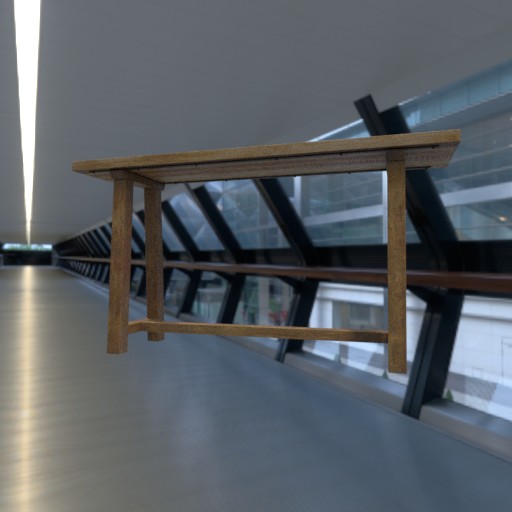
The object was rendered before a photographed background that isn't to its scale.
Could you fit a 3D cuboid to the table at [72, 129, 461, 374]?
[{"bbox_3d":[0.000,0.000,1.857,1.524,0.810,0.405,0,-1,17],"label":"table"}]
